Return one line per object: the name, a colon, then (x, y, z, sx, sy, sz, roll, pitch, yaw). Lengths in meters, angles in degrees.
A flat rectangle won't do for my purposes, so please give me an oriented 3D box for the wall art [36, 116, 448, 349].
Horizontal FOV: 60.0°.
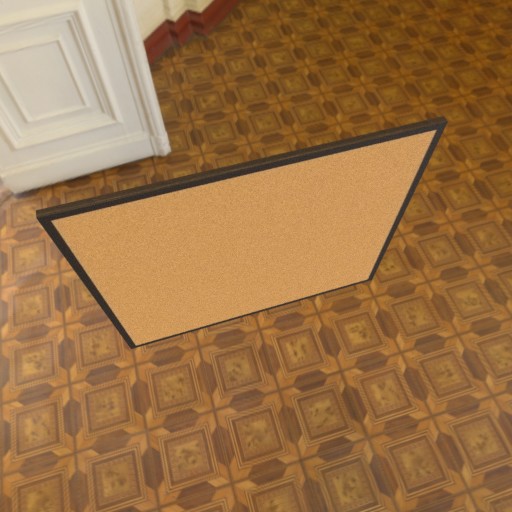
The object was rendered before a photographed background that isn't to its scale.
wall art: (0.000, 0.000, 1.448, 1.033, 0.875, 0.023, -15, 60, -9)
